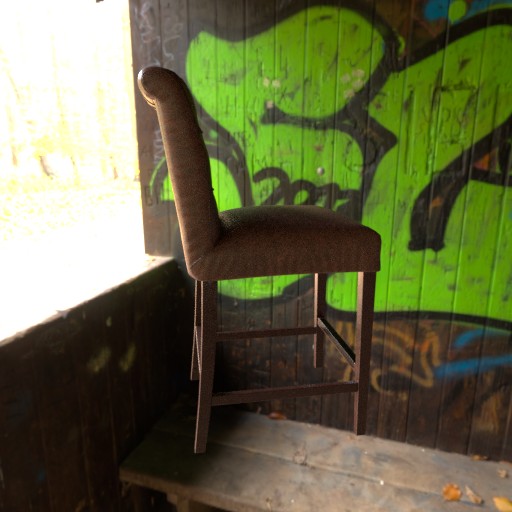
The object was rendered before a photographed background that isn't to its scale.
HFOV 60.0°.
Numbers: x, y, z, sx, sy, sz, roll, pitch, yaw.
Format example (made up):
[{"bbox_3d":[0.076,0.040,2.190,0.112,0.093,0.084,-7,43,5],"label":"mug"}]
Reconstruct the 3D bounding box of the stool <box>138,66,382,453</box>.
[{"bbox_3d":[0.000,0.000,1.446,0.660,1.084,0.486,-2,15,-9],"label":"stool"}]
